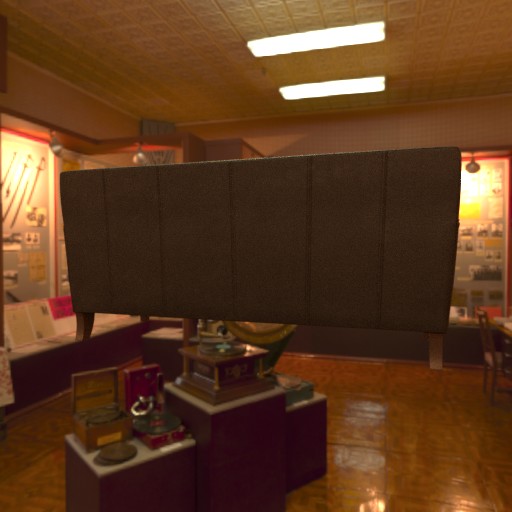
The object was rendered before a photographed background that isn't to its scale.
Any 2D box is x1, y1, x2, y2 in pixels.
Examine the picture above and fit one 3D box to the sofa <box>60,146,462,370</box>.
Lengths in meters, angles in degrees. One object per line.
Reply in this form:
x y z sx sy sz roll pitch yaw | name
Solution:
0.000 0.000 2.521 2.053 0.947 0.805 0 1 18 | sofa
